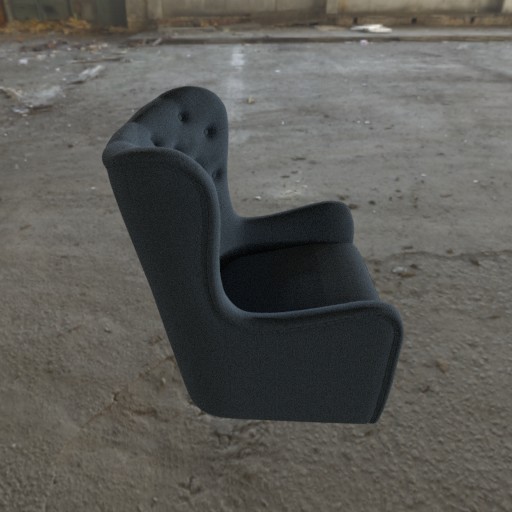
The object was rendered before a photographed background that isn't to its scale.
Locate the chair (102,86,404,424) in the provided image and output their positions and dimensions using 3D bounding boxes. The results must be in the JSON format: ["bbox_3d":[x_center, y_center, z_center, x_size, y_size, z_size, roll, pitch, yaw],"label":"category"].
[{"bbox_3d":[0.000,0.000,1.676,0.930,1.079,0.831,-1,32,-1],"label":"chair"}]
